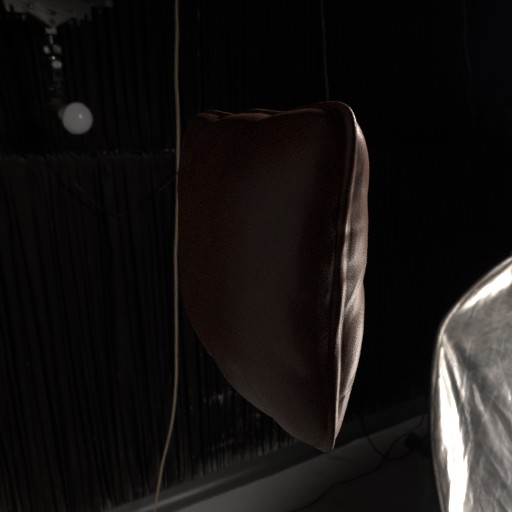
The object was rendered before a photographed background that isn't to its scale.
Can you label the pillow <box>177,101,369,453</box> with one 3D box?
[{"bbox_3d":[0.000,0.000,0.820,0.236,0.523,0.532,-9,19,-27],"label":"pillow"}]
